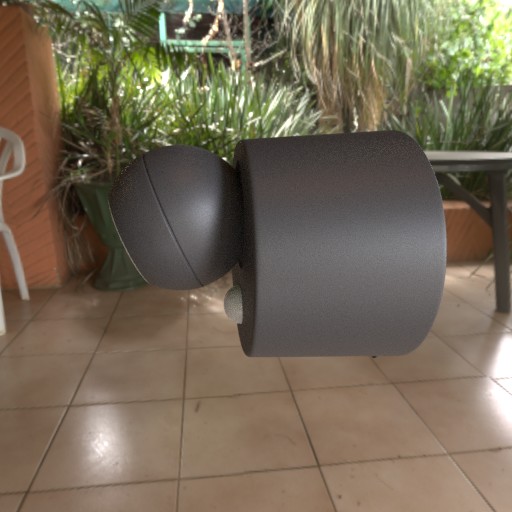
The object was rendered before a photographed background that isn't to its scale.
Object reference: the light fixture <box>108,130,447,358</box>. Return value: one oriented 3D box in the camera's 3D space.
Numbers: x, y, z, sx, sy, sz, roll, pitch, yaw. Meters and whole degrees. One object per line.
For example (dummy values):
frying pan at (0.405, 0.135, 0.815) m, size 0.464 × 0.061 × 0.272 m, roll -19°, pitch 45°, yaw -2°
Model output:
light fixture at (0.000, 0.000, 0.261) m, size 0.160 × 0.143 × 0.134 m, roll -2°, pitch 15°, yaw -8°
